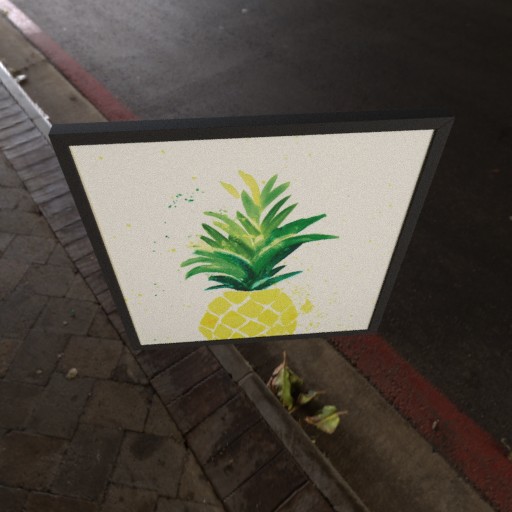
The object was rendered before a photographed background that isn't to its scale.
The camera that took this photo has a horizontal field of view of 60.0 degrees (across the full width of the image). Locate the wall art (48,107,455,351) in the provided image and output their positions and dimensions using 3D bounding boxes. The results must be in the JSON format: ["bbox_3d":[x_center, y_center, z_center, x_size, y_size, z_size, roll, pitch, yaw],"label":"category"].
[{"bbox_3d":[0.000,0.000,1.119,0.762,0.760,0.037,-3,48,-3],"label":"wall art"}]
